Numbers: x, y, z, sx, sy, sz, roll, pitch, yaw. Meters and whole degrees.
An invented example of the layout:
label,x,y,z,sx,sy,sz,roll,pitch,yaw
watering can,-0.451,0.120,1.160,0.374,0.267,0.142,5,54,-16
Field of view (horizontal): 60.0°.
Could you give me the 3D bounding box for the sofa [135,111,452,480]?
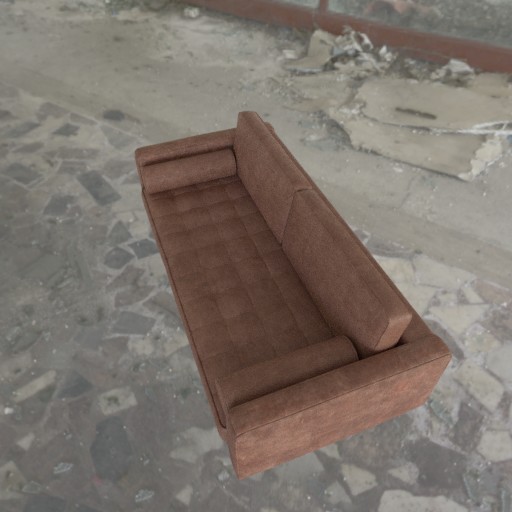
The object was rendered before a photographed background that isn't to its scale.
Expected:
label,x,y,z,sx,sy,sz,roll,pitch,yaw
sofa,0.000,0.000,2.291,0.910,0.760,1.870,-15,48,-14
